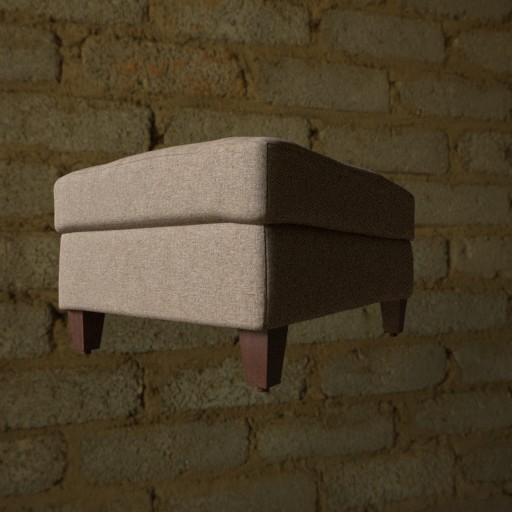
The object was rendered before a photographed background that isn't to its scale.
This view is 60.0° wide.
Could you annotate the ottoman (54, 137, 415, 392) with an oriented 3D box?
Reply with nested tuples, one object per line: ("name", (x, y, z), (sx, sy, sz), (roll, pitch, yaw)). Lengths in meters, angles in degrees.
("ottoman", (0.000, 0.000, 1.291), (0.692, 0.511, 0.889), (0, -1, 36))
